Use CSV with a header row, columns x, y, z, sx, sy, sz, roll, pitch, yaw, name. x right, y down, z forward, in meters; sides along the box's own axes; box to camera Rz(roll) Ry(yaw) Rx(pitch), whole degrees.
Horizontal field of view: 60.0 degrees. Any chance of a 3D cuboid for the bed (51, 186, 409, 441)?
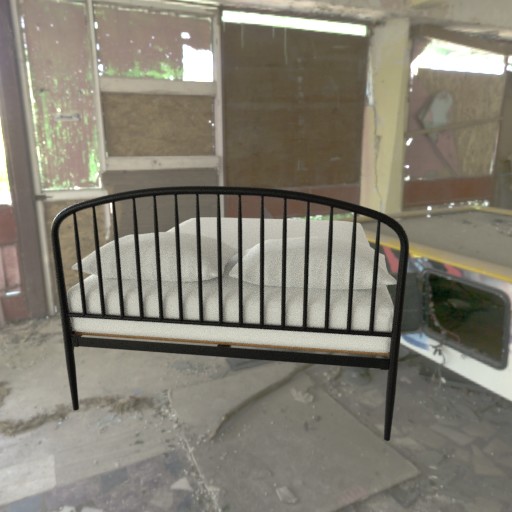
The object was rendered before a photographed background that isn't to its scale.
x,y,z,sx,sy,sz,roll,pitch,yaw,name
0.000,0.000,3.060,1.618,1.166,2.159,2,15,9,bed
